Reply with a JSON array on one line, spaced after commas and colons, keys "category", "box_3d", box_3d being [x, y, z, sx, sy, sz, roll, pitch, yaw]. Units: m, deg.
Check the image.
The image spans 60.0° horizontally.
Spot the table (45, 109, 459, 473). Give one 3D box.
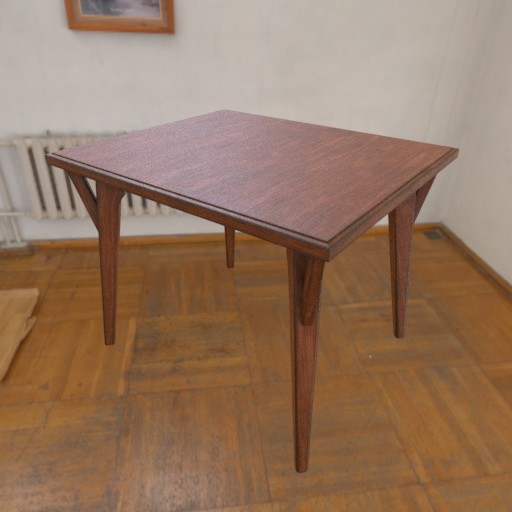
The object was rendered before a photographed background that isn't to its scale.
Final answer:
[{"category": "table", "box_3d": [0.000, 0.000, 1.569, 0.991, 0.761, 0.838, 21, 36, 32]}]
